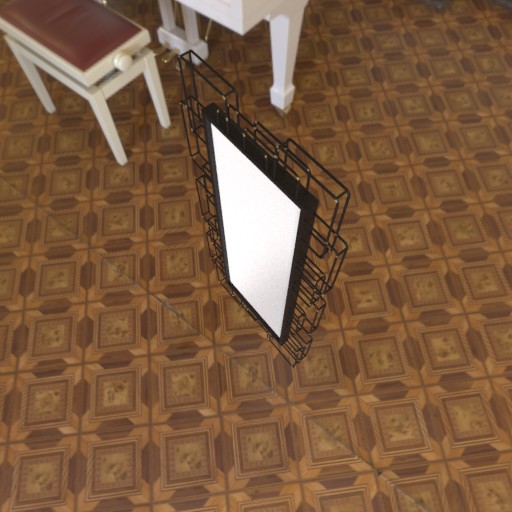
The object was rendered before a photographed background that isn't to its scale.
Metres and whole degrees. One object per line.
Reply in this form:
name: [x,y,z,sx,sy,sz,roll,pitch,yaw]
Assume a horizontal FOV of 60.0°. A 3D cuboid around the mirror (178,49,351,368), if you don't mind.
mirror: [0.000,0.000,1.398,0.037,1.192,0.565,-36,68,-17]
